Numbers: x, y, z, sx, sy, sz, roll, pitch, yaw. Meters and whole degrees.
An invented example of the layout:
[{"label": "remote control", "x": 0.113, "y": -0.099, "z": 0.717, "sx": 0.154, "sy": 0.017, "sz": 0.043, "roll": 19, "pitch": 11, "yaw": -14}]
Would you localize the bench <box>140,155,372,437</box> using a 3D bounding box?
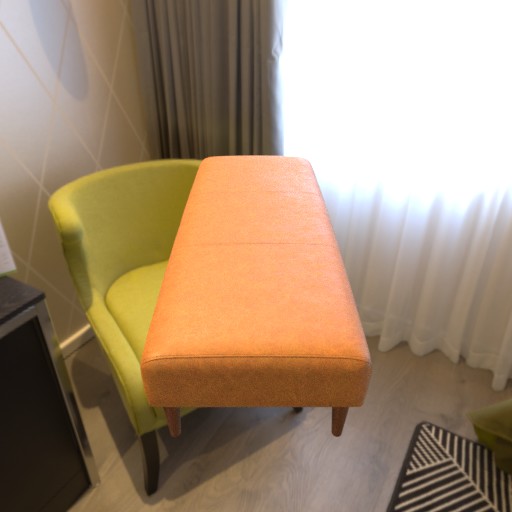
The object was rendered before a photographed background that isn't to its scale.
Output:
[{"label": "bench", "x": 0.000, "y": 0.000, "z": 1.927, "sx": 0.653, "sy": 0.399, "sz": 1.610, "roll": 0, "pitch": 32, "yaw": 0}]
